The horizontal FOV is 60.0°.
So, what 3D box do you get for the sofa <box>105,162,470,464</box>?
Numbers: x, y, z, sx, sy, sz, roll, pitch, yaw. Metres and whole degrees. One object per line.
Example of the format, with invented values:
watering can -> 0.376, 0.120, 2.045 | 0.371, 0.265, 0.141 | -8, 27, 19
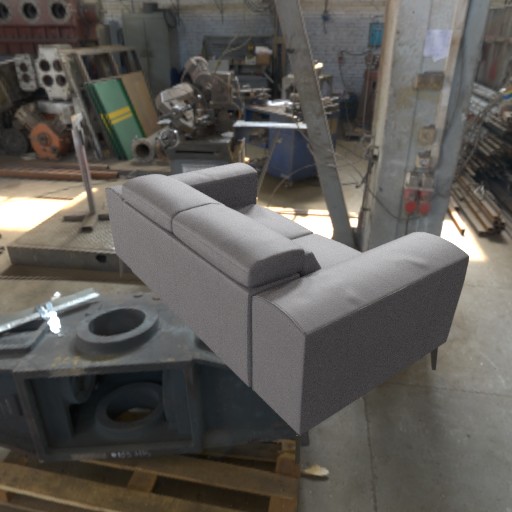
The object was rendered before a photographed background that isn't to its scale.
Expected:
sofa -> 0.000, 0.000, 2.464 | 1.003, 0.779, 1.895 | -19, 32, -32
